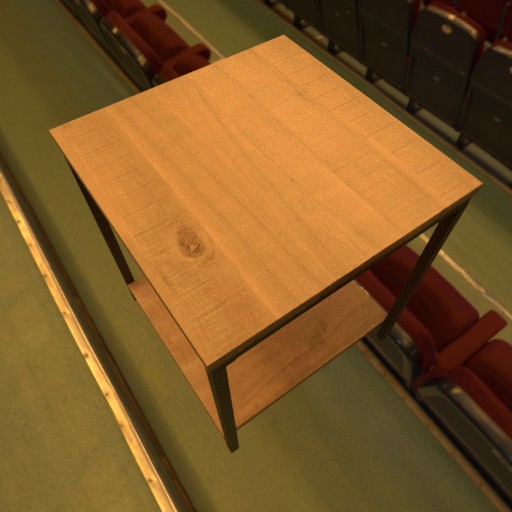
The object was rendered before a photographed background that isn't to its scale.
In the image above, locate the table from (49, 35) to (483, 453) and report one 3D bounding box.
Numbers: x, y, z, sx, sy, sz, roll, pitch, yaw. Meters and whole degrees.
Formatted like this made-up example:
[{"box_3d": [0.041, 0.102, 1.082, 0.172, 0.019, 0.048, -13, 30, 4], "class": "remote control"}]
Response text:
[{"box_3d": [0.000, 0.000, 0.964, 0.503, 0.589, 0.507, -31, 62, -19], "class": "table"}]
